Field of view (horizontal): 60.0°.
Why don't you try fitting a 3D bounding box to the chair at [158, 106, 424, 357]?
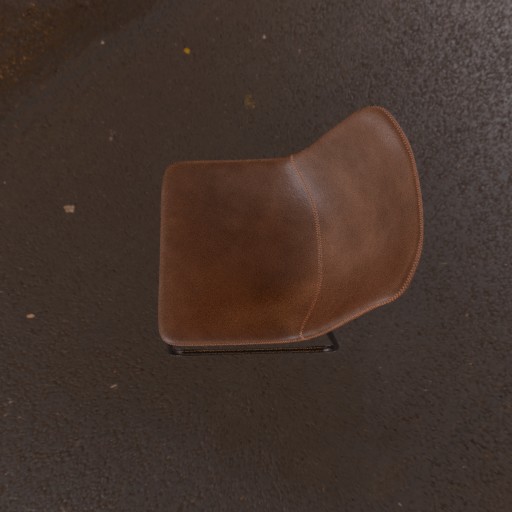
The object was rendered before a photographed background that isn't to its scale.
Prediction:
[{"bbox_3d":[0.000,0.000,1.102,0.551,0.780,0.460,-1,76,0],"label":"chair"}]
